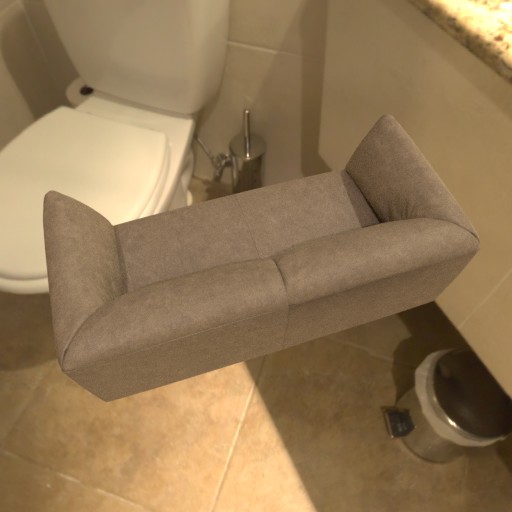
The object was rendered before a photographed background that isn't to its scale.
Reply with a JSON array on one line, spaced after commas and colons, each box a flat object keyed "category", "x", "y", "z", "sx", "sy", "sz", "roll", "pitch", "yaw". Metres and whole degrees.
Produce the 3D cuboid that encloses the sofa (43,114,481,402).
[{"category": "sofa", "x": 0.000, "y": 0.000, "z": 2.299, "sx": 1.878, "sy": 0.747, "sz": 0.905, "roll": -15, "pitch": 59, "yaw": -9}]
